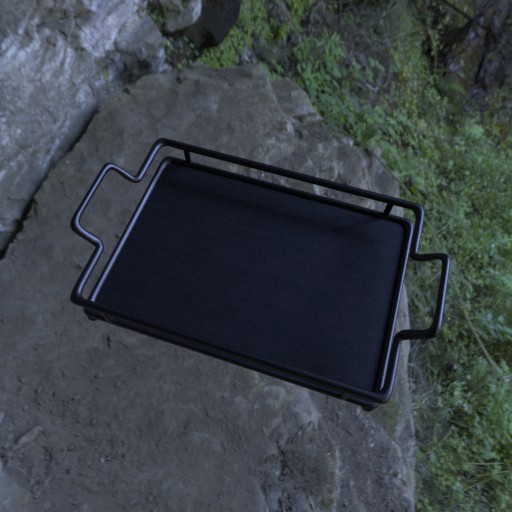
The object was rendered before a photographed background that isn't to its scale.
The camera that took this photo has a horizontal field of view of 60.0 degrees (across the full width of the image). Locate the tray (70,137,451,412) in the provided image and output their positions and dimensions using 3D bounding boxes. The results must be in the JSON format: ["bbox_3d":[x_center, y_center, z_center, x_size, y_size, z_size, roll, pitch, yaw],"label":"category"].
[{"bbox_3d":[0.000,0.000,0.623,0.495,0.101,0.297,16,64,8],"label":"tray"}]
